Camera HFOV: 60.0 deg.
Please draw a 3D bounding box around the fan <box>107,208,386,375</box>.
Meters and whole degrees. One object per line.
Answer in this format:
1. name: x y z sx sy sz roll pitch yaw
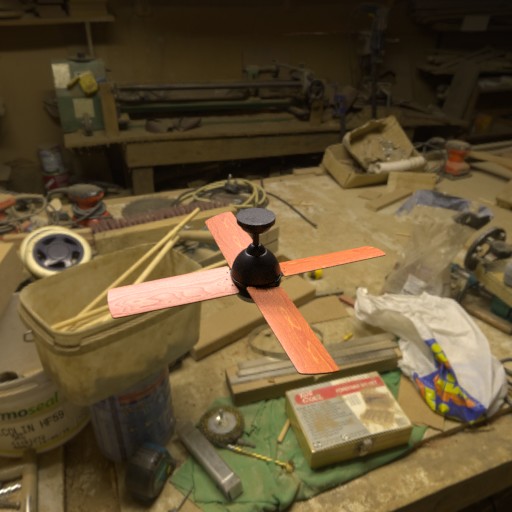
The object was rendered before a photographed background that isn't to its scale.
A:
1. fan: 0.000 0.000 2.019 1.332 0.403 1.332 -11 33 -17
